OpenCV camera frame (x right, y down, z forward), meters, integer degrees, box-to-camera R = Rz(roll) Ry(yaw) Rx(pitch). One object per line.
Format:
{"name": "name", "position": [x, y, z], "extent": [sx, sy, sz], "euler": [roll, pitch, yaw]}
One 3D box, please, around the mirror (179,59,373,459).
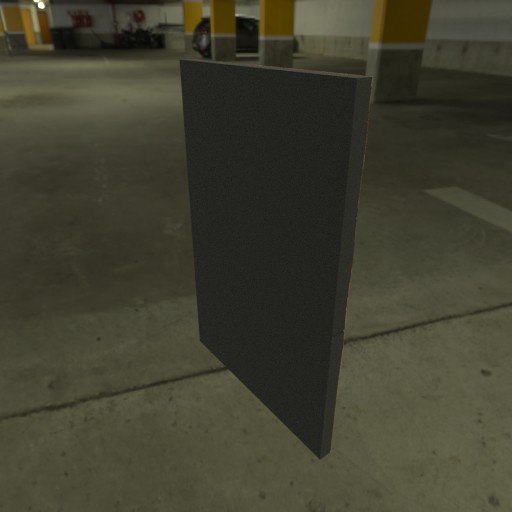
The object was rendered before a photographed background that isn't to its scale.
{"name": "mirror", "position": [0.000, 0.000, 1.155], "extent": [0.044, 0.912, 0.606], "euler": [-19, 33, -32]}
